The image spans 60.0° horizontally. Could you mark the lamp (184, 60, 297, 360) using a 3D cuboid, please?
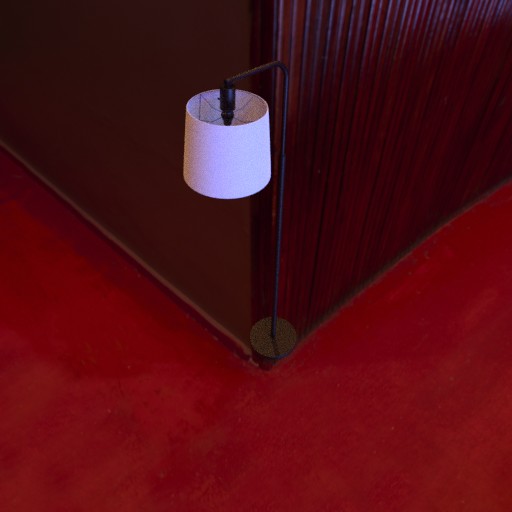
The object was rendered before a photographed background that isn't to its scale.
[{"bbox_3d":[0.000,0.000,1.708,0.254,1.478,0.508,34,55,27],"label":"lamp"}]
